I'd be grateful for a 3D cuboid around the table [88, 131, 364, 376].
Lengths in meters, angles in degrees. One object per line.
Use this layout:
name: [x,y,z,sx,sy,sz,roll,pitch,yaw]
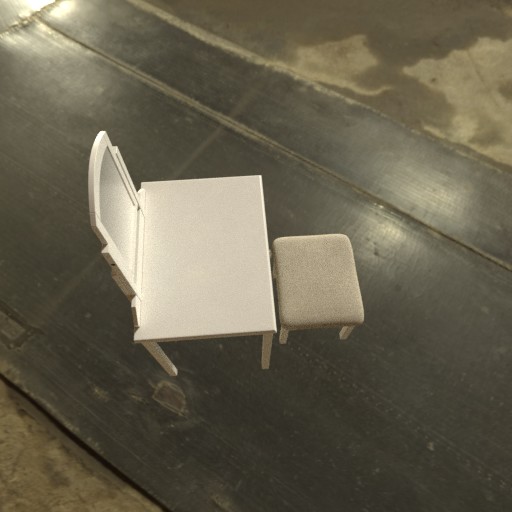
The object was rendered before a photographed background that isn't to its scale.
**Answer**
table: [0.000,0.000,2.288,1.211,1.631,0.876,-4,64,-2]
